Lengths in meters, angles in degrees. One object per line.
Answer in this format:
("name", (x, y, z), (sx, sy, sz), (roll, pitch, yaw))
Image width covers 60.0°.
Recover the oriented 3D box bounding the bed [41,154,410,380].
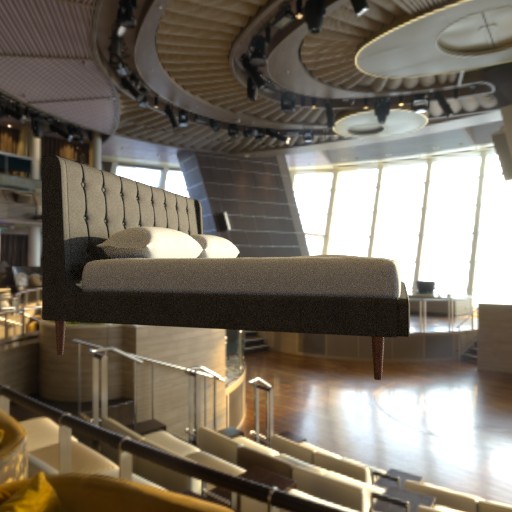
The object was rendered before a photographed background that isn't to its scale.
("bed", (0.000, 0.000, 2.544), (1.638, 0.933, 1.531), (0, -1, 18))
